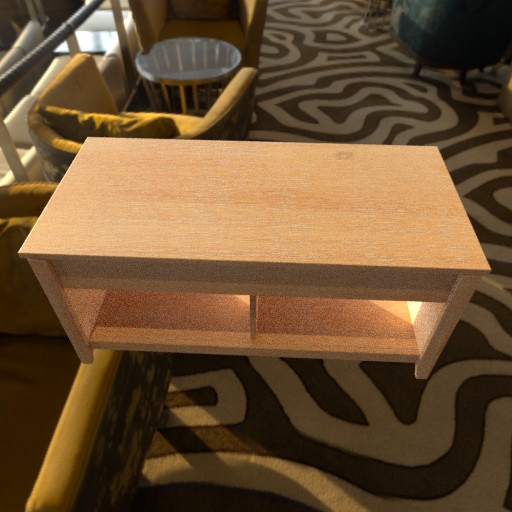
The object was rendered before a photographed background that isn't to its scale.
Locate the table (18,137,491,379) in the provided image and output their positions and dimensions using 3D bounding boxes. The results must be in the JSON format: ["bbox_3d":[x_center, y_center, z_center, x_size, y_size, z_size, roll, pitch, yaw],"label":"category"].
[{"bbox_3d":[0.000,0.000,1.281,1.016,0.457,0.483,2,46,2],"label":"table"}]
